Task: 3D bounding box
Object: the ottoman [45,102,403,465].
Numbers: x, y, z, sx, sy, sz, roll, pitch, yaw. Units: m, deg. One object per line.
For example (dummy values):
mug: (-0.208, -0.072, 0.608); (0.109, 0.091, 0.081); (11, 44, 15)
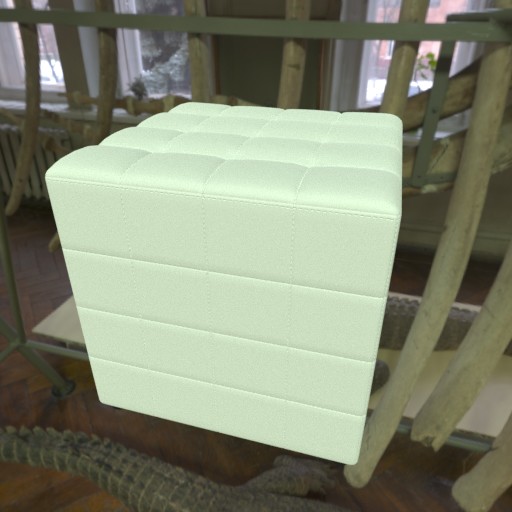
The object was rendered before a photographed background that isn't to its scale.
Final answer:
ottoman: (0.000, 0.000, 0.765); (0.425, 0.432, 0.425); (8, 31, 14)
